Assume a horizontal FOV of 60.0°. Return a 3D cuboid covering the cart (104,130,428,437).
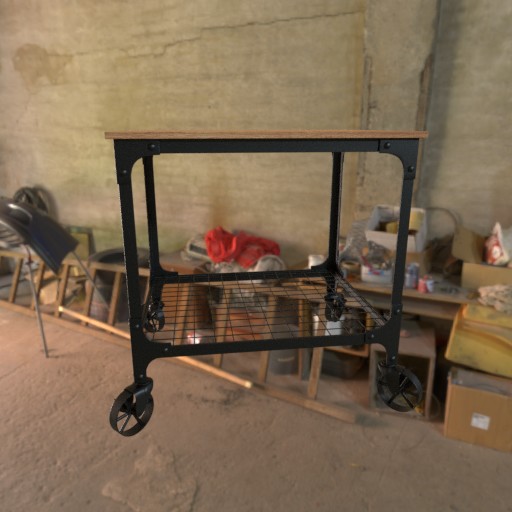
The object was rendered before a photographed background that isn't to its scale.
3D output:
[{"bbox_3d":[0.000,0.000,1.107,0.666,0.603,0.558,-2,16,-8],"label":"cart"}]
